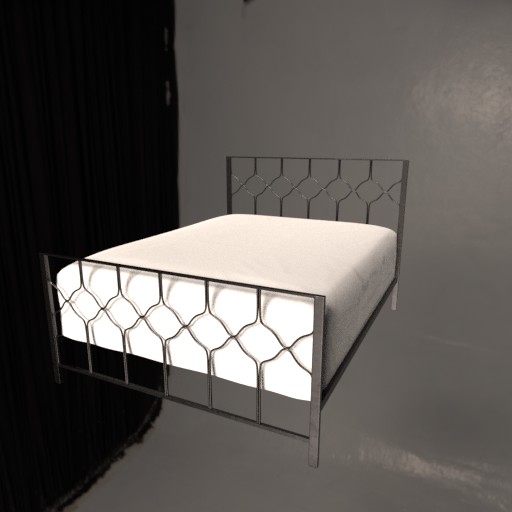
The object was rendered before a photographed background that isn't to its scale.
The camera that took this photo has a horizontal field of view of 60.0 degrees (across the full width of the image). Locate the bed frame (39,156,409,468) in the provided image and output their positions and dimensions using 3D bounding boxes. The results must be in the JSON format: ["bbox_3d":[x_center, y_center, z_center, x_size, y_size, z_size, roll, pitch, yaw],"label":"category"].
[{"bbox_3d":[0.000,0.000,2.987,1.597,1.222,2.063,7,16,25],"label":"bed frame"}]
